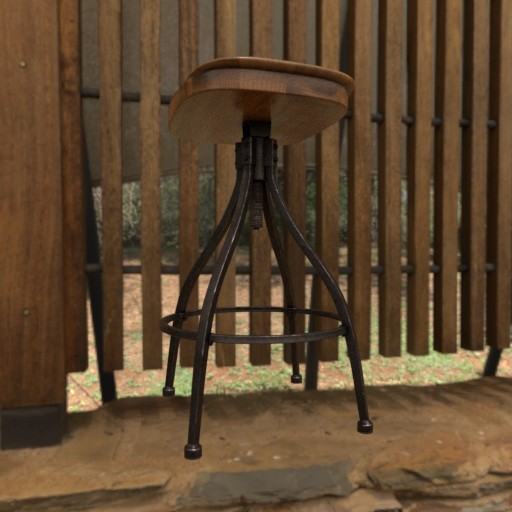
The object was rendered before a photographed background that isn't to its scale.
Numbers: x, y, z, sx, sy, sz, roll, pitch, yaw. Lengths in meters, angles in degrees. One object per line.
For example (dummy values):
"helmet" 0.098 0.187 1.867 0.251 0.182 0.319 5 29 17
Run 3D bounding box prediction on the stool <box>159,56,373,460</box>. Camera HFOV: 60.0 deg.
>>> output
"stool" 0.000 0.000 0.988 0.424 0.694 0.432 0 1 -18
